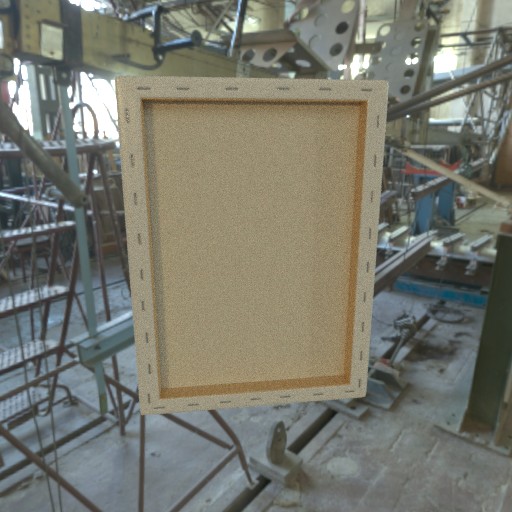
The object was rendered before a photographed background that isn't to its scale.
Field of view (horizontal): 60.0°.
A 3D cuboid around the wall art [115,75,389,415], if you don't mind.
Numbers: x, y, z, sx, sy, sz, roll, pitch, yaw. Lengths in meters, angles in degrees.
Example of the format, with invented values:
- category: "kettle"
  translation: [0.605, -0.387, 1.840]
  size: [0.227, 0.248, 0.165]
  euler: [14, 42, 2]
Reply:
- category: "wall art"
  translation: [0.000, 0.000, 0.822]
  size: [0.455, 0.613, 0.037]
  euler: [-2, 15, -8]
